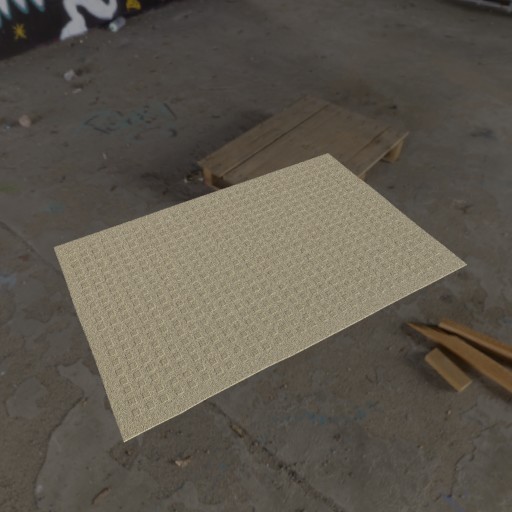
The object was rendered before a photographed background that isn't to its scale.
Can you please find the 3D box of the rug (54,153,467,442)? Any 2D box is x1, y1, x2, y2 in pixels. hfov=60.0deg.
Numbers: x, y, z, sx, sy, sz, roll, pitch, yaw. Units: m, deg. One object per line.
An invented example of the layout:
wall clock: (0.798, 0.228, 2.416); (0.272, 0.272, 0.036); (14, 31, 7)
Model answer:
rug: (0.000, 0.000, 2.234); (1.747, 0.006, 1.143); (-22, 50, -20)
